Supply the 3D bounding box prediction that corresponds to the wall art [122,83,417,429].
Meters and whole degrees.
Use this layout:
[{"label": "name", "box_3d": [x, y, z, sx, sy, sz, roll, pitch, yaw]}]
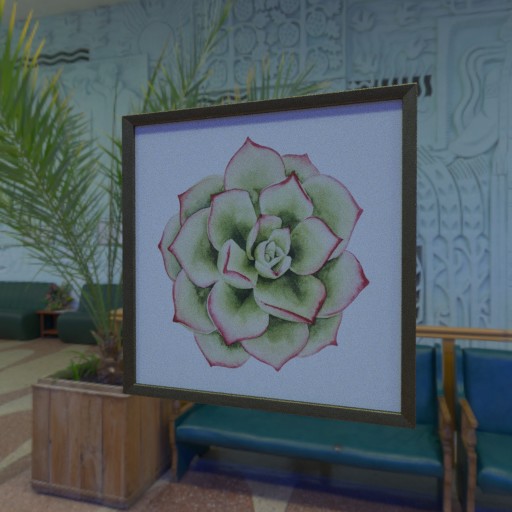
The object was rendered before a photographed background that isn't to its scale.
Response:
[{"label": "wall art", "box_3d": [0.000, 0.000, 0.740, 0.503, 0.506, 0.031, 0, 1, 18]}]
